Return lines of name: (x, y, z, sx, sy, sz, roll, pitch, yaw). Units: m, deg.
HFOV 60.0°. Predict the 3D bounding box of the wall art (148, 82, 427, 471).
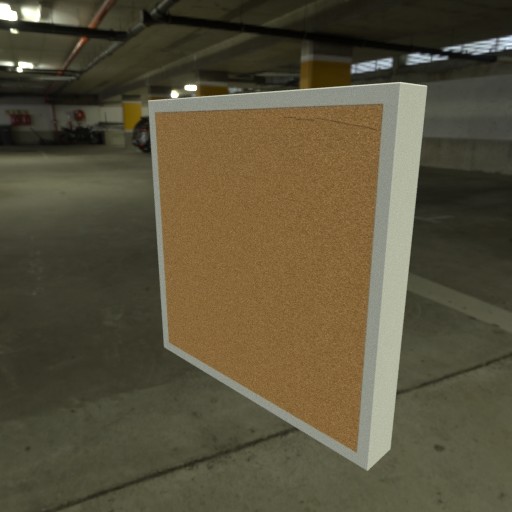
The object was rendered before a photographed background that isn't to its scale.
wall art: (0.000, 0.000, 0.445, 0.038, 0.305, 0.305, -15, 22, -42)
